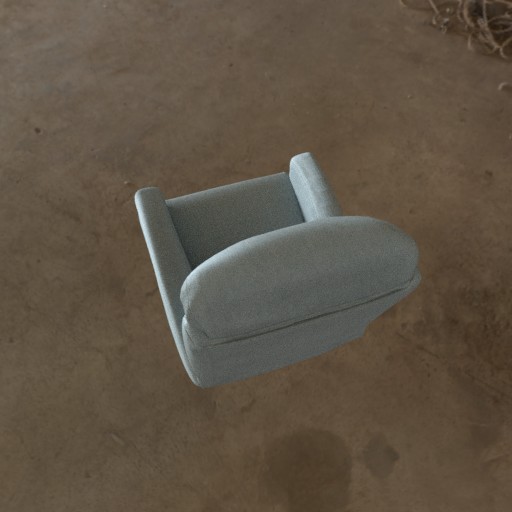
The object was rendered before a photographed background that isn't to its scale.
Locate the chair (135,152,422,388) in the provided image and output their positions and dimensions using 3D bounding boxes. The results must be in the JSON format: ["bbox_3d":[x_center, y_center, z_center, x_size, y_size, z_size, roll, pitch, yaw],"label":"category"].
[{"bbox_3d":[0.000,0.000,1.663,0.794,1.016,0.940,-15,58,-10],"label":"chair"}]
